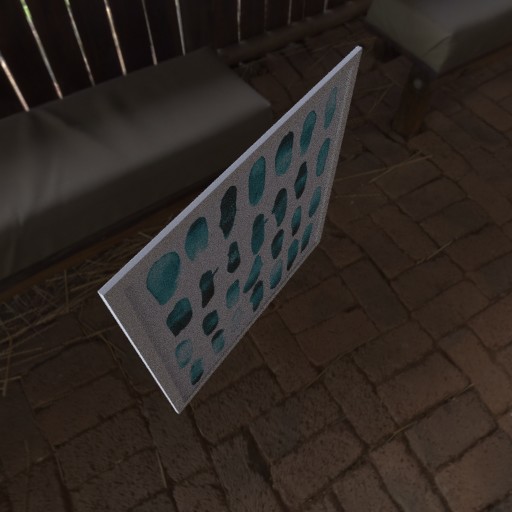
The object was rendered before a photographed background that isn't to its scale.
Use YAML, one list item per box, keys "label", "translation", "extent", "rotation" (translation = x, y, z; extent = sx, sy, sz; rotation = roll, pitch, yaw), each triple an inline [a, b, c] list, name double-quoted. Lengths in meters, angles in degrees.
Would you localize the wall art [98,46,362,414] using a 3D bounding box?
- label: "wall art"
  translation: [0.000, 0.000, 0.833]
  extent: [0.009, 0.559, 0.558]
  rotation: [33, 63, 19]
